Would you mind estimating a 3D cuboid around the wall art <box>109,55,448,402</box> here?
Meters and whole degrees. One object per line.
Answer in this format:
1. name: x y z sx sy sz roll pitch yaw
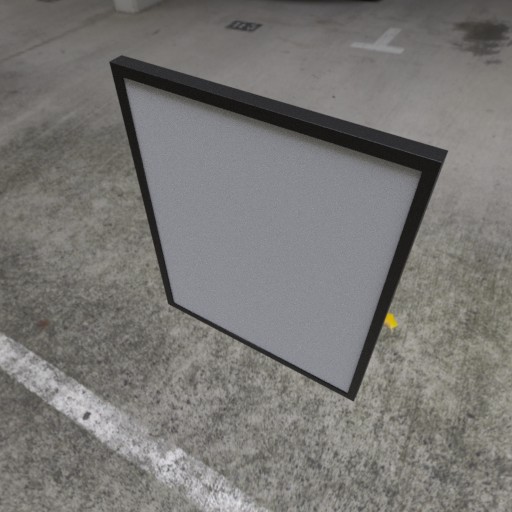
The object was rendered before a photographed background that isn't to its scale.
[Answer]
1. wall art: 0.000 0.000 0.529 0.325 0.397 0.018 24 52 20
